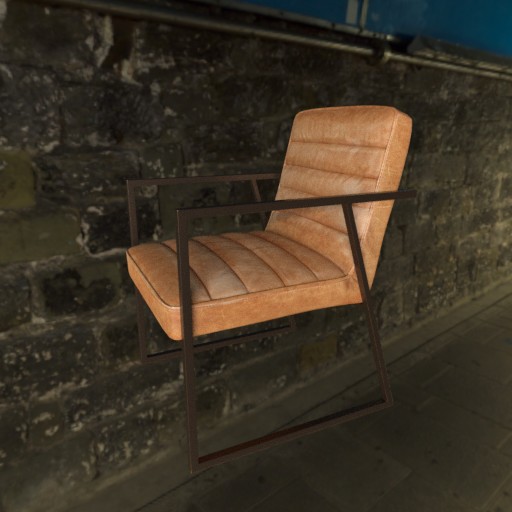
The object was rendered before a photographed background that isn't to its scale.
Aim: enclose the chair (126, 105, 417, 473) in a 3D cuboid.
[{"bbox_3d":[0.000,0.000,1.290,0.677,0.832,0.571,-8,18,-24],"label":"chair"}]
